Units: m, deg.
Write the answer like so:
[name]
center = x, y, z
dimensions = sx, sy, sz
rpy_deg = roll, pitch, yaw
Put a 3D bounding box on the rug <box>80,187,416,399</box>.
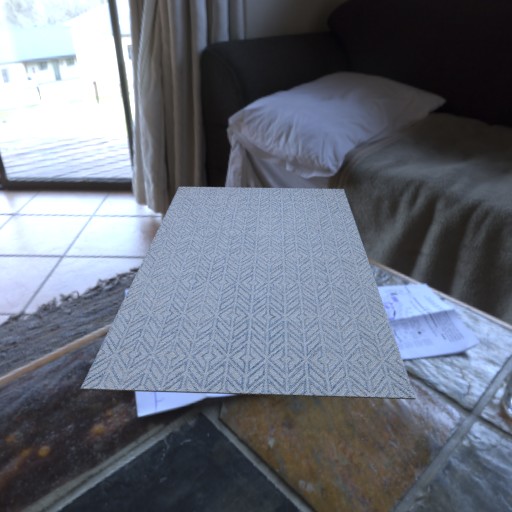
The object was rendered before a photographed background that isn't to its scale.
[rug]
center = 0.000, 0.000, 3.059
dimensions = 1.526, 0.008, 2.441
rpy_deg = 1, 31, 2
